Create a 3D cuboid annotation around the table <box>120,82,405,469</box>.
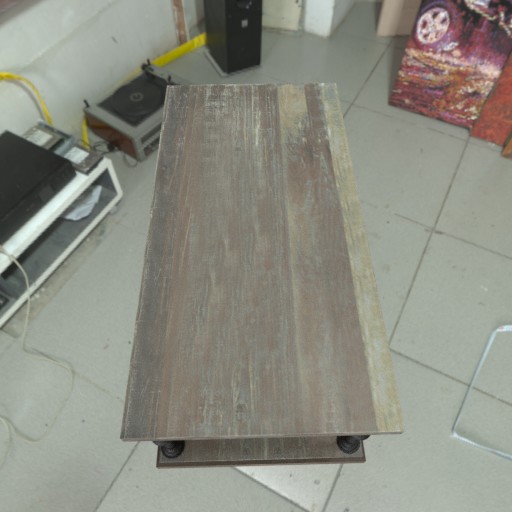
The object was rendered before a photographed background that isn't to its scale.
[{"bbox_3d":[0.000,0.000,1.323,0.554,0.399,1.088,-1,57,-1],"label":"table"}]
